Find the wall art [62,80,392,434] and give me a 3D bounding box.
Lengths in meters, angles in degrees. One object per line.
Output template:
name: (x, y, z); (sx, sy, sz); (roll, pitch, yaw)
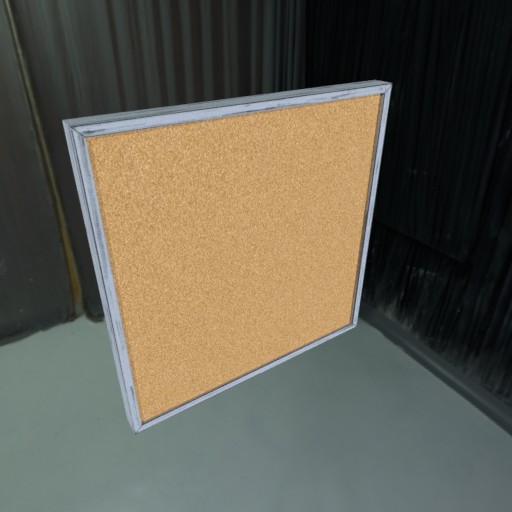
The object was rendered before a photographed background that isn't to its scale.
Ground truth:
wall art: (0.000, 0.000, 0.741); (0.506, 0.506, 0.038); (-19, 35, -28)
